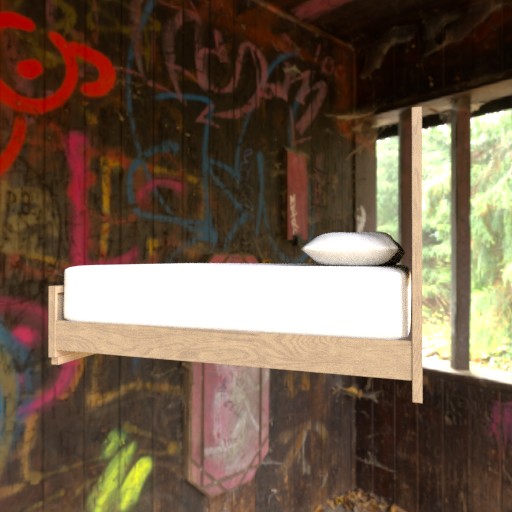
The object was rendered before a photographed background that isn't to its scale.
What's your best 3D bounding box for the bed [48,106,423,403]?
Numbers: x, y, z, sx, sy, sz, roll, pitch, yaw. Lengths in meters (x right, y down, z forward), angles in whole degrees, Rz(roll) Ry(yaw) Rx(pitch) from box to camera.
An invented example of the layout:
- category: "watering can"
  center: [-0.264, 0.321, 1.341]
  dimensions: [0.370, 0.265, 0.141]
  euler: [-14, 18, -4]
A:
- category: "bed"
  center: [0.000, 0.000, 3.165]
  dimensions: [2.189, 1.369, 1.606]
  euler: [0, 0, 19]
